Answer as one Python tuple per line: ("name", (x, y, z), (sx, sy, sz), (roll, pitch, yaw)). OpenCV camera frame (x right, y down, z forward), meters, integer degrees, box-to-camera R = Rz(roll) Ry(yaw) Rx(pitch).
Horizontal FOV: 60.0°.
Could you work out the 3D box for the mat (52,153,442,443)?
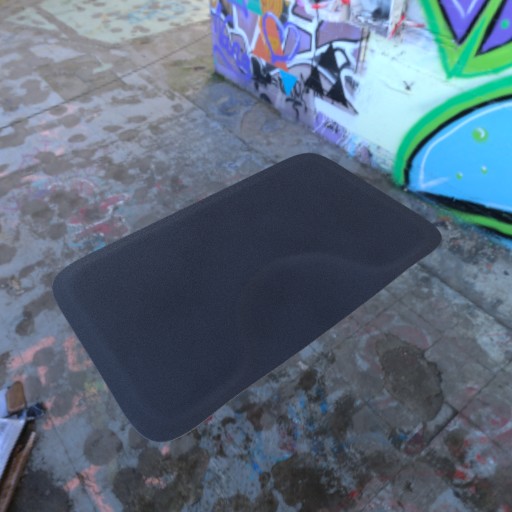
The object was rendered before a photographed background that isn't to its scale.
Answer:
("mat", (0.000, 0.000, 1.887), (1.524, 0.013, 0.918), (-30, 54, -25))
